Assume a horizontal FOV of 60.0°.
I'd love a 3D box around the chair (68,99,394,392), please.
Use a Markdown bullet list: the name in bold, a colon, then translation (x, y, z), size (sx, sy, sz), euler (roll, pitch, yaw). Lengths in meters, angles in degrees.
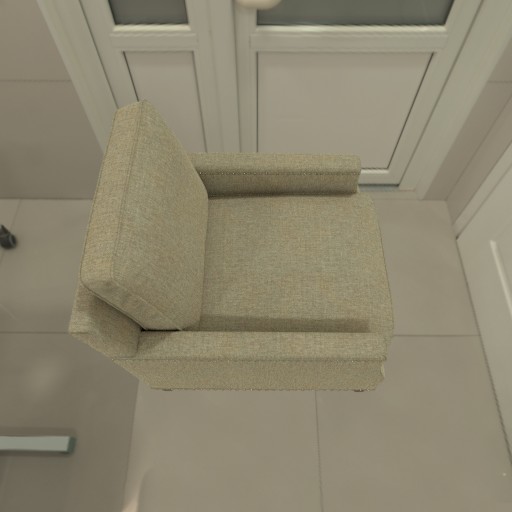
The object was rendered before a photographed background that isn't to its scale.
- **chair**: translation (0.000, 0.000, 1.675), size (1.014, 0.943, 0.853), euler (0, 61, 0)
